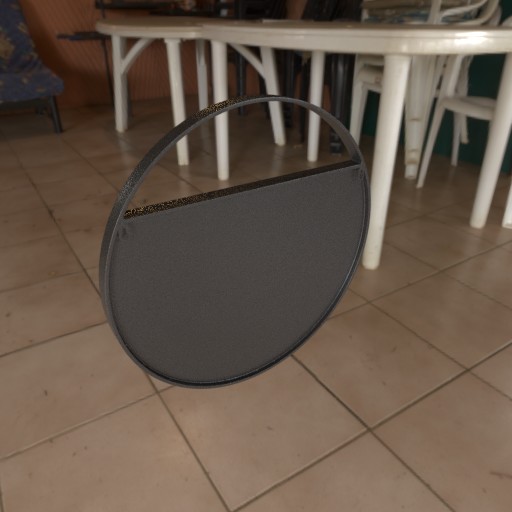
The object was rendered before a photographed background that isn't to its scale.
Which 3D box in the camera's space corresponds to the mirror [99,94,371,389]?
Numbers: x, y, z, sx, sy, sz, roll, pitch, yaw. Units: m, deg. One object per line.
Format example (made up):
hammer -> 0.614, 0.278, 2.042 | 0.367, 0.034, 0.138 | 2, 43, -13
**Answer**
mirror -> 0.000, 0.000, 0.823 | 0.565, 0.565, 0.032 | -18, 34, -29
